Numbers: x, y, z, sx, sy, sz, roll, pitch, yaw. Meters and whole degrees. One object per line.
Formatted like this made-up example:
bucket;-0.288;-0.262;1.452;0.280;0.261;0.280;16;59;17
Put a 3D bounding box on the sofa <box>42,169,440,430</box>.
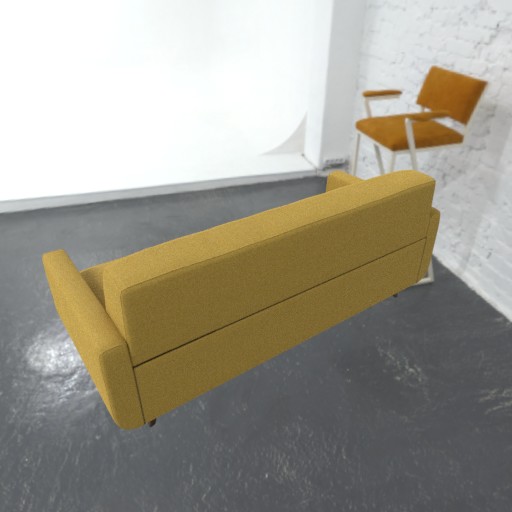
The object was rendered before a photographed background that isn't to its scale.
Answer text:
sofa;0.000;0.000;2.478;2.029;0.841;0.909;-20;37;-30
